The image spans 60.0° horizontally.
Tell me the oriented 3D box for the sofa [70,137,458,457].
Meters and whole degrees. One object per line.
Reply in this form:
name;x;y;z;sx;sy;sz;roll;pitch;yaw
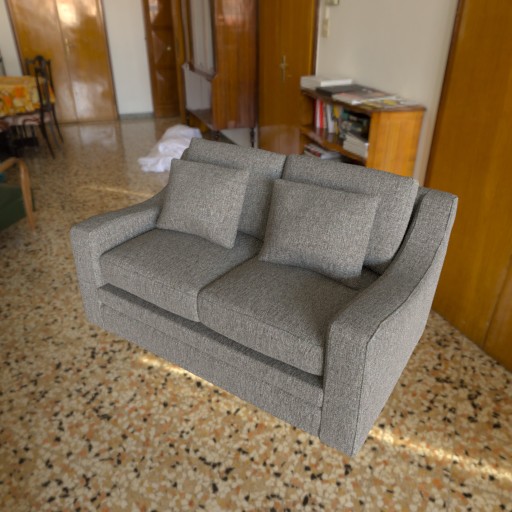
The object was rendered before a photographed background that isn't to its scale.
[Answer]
sofa;0.000;0.000;2.416;1.778;0.991;1.120;18;33;29
